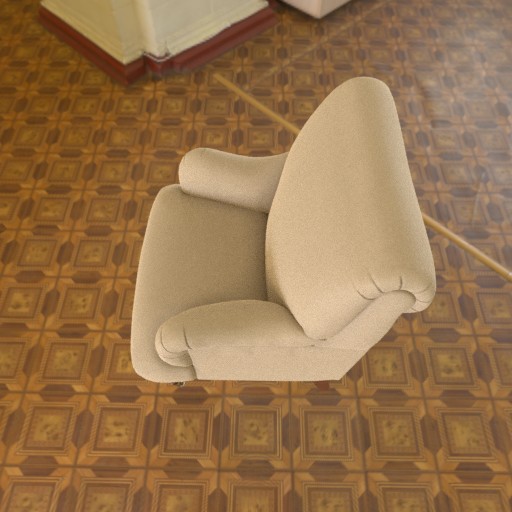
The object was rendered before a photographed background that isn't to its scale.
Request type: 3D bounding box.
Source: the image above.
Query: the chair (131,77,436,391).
[{"bbox_3d":[0.000,0.000,1.520,0.842,0.942,0.766,0,57,0],"label":"chair"}]
